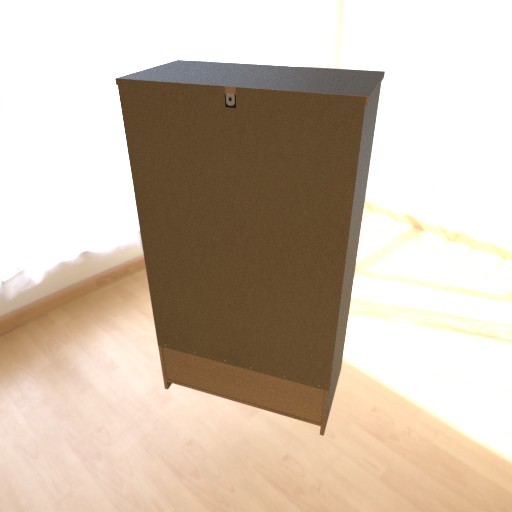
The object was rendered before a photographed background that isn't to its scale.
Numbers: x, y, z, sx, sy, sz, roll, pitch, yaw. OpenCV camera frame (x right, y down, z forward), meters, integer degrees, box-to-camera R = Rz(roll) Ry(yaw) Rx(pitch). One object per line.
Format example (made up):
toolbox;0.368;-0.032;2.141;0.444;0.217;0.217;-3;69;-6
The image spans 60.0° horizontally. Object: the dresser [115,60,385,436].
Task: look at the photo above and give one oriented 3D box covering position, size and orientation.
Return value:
dresser;0.000;0.000;1.630;0.704;1.255;0.399;11;33;17
